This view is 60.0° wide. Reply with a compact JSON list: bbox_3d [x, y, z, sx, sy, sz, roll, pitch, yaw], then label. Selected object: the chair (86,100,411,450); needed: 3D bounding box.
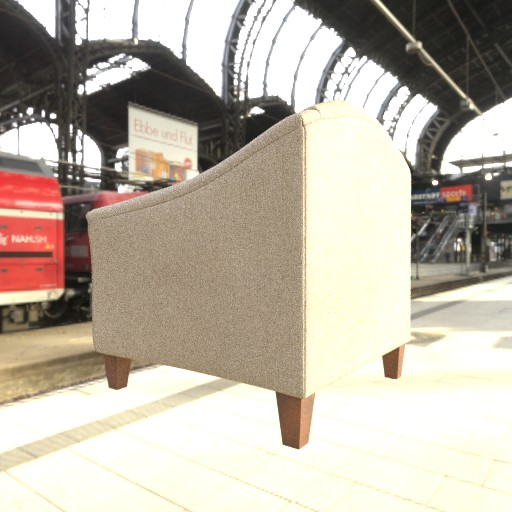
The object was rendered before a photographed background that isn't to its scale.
[{"bbox_3d":[0.000,0.000,1.448,0.787,0.839,0.763,0,1,36],"label":"chair"}]
